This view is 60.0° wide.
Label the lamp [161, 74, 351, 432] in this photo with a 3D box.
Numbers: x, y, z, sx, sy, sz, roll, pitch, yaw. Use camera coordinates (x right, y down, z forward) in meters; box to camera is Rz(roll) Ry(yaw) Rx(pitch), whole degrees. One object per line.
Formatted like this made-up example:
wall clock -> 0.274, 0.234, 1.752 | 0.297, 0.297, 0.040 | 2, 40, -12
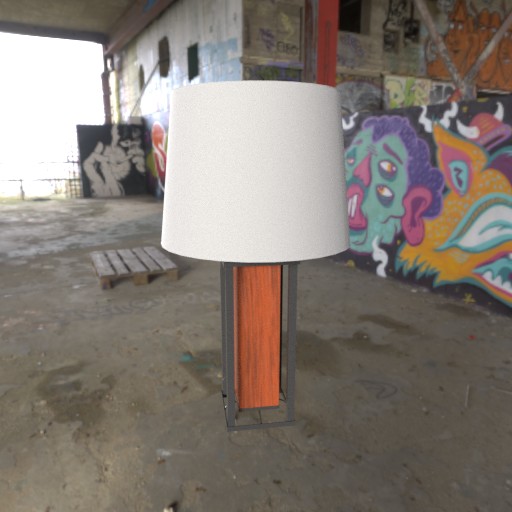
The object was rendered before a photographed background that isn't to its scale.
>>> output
lamp -> 0.000, 0.000, 0.769 | 0.320, 0.591, 0.320 | 0, 13, 0
